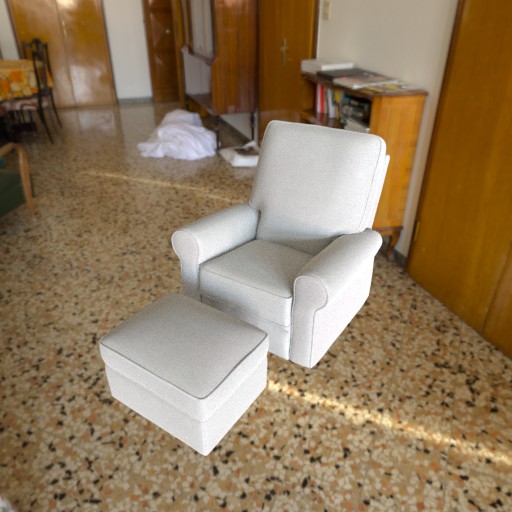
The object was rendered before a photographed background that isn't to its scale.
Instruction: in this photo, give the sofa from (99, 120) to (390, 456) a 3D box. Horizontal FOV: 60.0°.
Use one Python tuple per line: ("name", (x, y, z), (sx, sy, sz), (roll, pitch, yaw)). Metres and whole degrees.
("sofa", (0.000, 0.000, 2.082), (0.880, 0.959, 1.478), (19, 35, 29))
